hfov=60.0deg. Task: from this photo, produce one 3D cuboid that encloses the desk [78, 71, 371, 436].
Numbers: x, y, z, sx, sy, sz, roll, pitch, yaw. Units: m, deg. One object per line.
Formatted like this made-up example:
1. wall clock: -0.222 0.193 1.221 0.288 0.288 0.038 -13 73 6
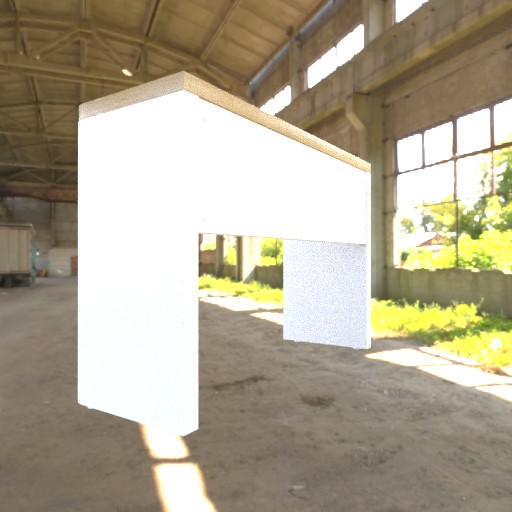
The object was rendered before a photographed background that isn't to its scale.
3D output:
1. desk: 0.000 0.000 1.477 0.390 0.760 1.100 0 0 34
